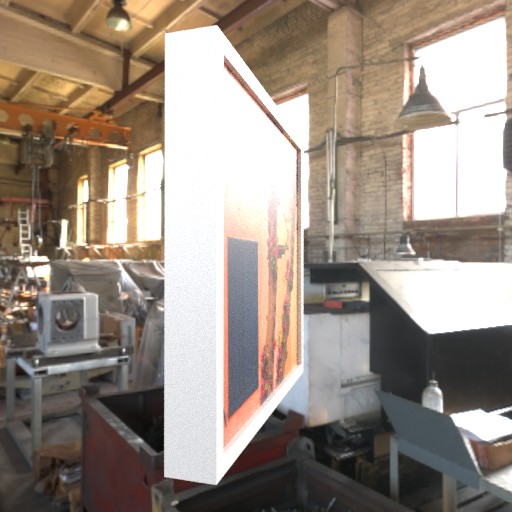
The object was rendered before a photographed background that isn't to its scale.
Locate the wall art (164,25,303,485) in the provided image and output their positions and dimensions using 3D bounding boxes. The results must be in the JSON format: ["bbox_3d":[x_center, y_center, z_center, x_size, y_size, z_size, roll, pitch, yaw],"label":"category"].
[{"bbox_3d":[0.000,0.000,0.442,0.038,0.302,0.305,0,0,17],"label":"wall art"}]
